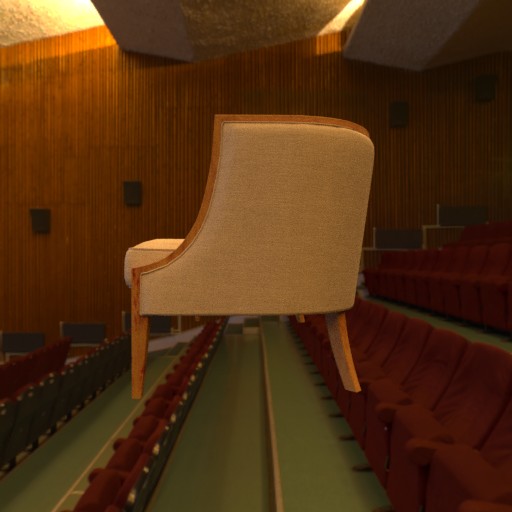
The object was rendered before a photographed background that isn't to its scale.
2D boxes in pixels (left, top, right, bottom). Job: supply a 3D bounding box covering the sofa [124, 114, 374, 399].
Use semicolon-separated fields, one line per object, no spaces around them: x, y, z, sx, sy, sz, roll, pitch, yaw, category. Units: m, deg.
0.000;0.000;1.931;0.770;0.775;1.474;0;0;-1;sofa
